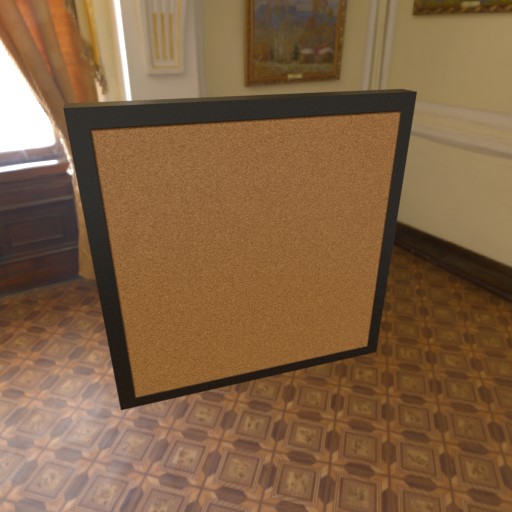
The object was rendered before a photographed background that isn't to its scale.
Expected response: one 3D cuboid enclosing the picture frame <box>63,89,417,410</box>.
[{"bbox_3d":[0.000,0.000,0.519,0.355,0.353,0.029,-8,28,-16],"label":"picture frame"}]
